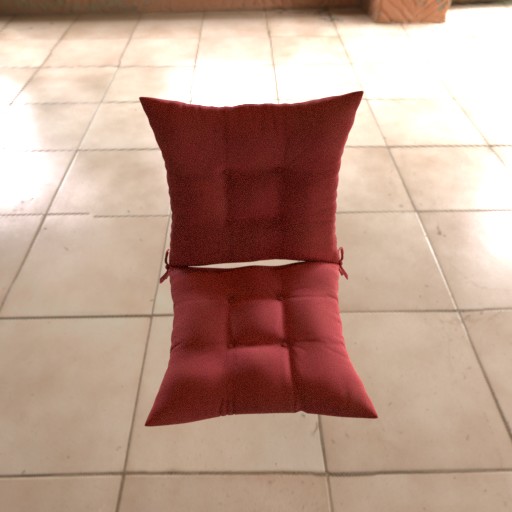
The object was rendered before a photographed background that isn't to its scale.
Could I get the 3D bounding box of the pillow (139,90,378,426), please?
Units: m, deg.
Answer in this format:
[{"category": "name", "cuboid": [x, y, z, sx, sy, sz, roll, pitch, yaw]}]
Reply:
[{"category": "pillow", "cuboid": [0.000, 0.000, 1.002, 0.541, 0.536, 0.585, -2, 45, -2]}]
